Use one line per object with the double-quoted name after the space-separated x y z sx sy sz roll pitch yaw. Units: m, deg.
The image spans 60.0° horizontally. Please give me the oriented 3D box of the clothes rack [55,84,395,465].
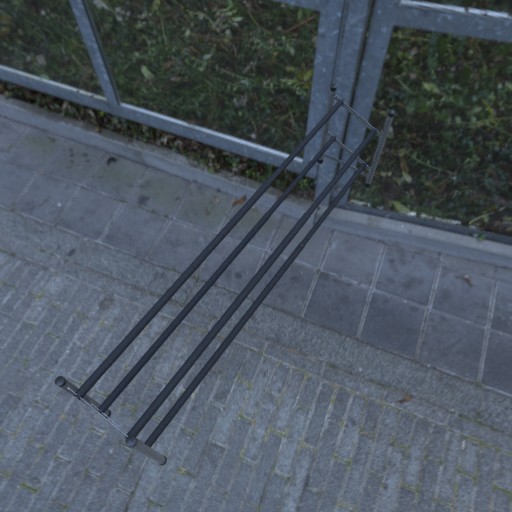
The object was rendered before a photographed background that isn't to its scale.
0.000 0.000 1.291 0.229 0.349 1.168 31 64 17 "clothes rack"
